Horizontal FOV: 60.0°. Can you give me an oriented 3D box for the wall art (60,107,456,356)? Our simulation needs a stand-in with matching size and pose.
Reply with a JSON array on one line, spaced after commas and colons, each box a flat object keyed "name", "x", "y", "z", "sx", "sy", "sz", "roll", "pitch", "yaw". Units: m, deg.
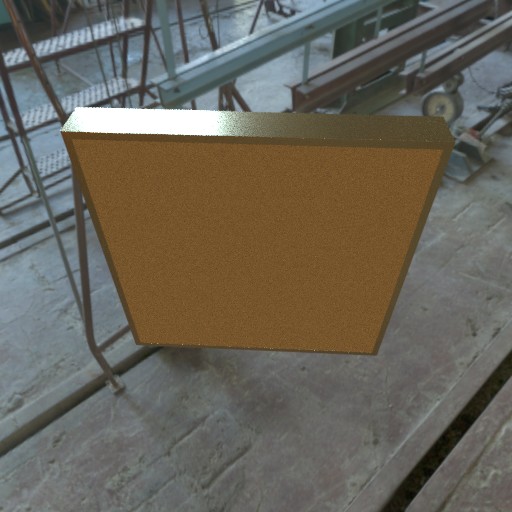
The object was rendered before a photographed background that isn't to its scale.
[{"name": "wall art", "x": 0.000, "y": 0.000, "z": 0.463, "sx": 0.304, "sy": 0.304, "sz": 0.038, "roll": 2, "pitch": 46, "yaw": 2}]
